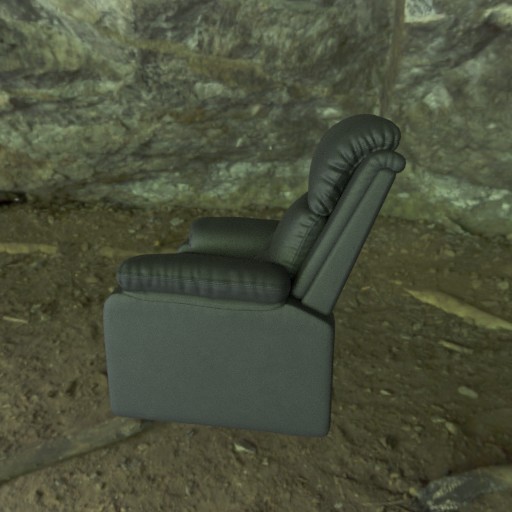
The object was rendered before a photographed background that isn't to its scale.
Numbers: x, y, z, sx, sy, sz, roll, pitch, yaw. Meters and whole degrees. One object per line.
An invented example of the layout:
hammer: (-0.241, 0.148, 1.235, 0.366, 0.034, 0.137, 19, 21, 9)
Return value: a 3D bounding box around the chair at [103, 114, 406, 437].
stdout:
chair: (0.000, 0.000, 1.640, 0.919, 0.992, 0.855, 2, 15, 9)
